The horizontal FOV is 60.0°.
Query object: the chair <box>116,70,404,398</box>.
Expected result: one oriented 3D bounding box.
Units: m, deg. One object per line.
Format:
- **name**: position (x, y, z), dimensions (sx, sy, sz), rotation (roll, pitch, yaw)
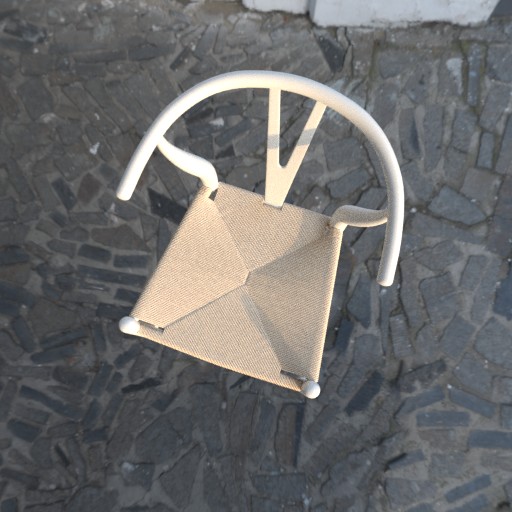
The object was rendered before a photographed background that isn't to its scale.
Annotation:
- **chair**: position (0.000, 0.000, 1.148), dimensions (0.569, 0.730, 0.579), rotation (18, 77, 4)
